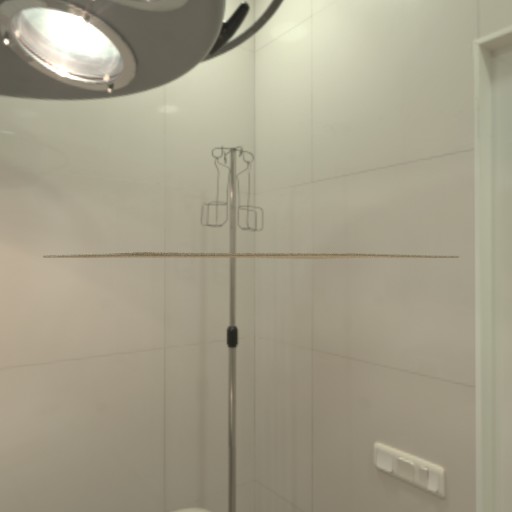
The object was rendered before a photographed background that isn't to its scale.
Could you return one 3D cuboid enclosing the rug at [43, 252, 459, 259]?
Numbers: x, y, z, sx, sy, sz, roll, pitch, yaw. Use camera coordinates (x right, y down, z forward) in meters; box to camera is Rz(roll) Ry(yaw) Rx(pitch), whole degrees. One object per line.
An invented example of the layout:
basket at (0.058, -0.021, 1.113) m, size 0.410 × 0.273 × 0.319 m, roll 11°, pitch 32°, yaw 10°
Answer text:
rug at (0.000, 0.000, 2.990) m, size 2.346 × 0.029 × 1.574 m, roll 0°, pitch -1°, yaw -37°
